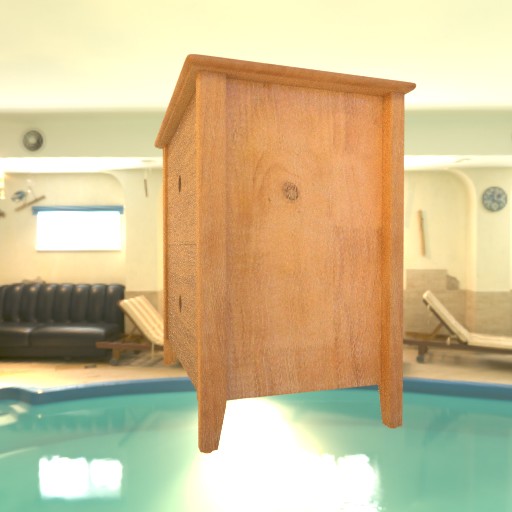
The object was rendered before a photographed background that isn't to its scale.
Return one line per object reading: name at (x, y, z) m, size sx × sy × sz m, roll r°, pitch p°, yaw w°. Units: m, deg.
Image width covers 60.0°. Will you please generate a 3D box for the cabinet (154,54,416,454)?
cabinet at (0.000, 0.000, 1.257) m, size 0.503 × 0.762 × 0.763 m, roll 0°, pitch 1°, yaw -17°
